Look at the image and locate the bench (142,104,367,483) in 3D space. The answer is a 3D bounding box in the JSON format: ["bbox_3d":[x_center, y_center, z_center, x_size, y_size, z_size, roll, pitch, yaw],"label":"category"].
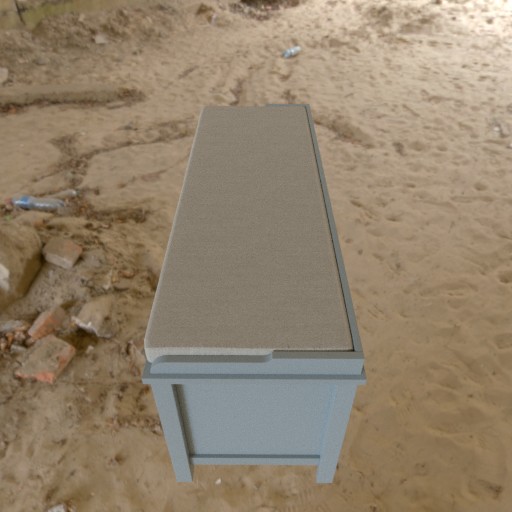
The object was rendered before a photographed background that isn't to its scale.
[{"bbox_3d":[0.000,0.000,1.346,0.398,0.501,1.140,0,41,0],"label":"bench"}]
